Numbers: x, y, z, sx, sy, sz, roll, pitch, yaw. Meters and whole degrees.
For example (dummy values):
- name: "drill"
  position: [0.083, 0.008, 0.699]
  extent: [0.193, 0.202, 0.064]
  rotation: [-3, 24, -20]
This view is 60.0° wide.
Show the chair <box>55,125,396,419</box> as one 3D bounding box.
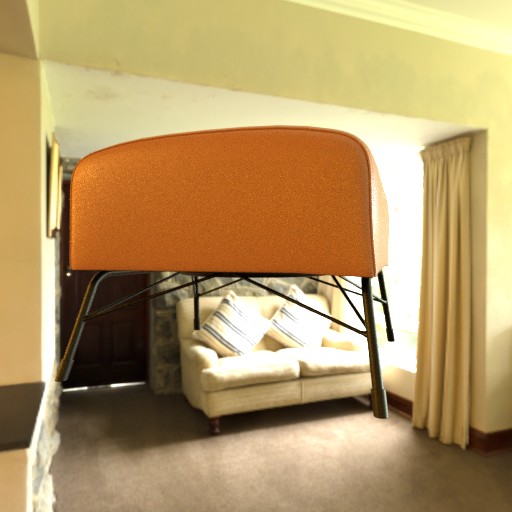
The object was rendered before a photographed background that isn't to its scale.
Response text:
- name: "chair"
  position: [0.000, 0.000, 0.895]
  extent: [0.530, 0.410, 0.530]
  rotation: [0, 0, 18]
